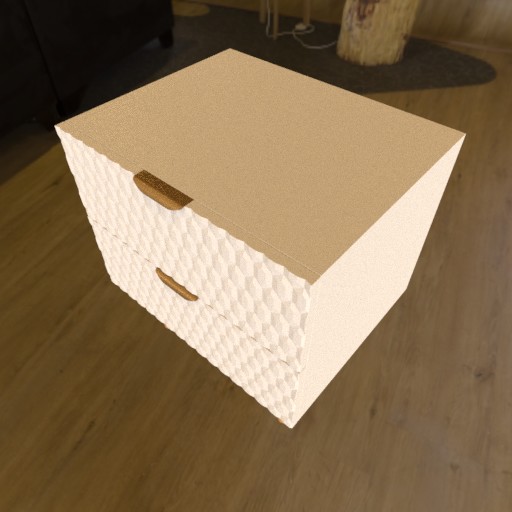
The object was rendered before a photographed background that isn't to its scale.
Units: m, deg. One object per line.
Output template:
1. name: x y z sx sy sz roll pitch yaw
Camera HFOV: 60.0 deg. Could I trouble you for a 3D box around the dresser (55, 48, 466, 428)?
1. dresser: 0.000 0.000 0.898 0.503 0.568 0.414 32 54 27
